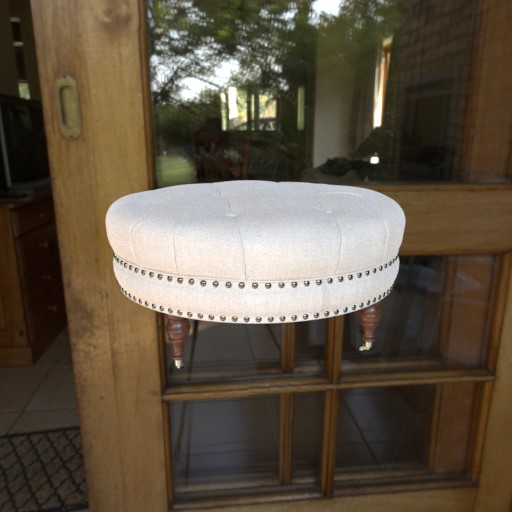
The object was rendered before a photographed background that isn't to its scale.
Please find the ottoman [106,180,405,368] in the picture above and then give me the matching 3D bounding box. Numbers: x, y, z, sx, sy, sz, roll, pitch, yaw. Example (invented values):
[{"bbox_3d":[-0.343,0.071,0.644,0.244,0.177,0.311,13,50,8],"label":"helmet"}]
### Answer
[{"bbox_3d":[0.000,0.000,1.494,0.940,0.483,0.940,0,15,0],"label":"ottoman"}]
